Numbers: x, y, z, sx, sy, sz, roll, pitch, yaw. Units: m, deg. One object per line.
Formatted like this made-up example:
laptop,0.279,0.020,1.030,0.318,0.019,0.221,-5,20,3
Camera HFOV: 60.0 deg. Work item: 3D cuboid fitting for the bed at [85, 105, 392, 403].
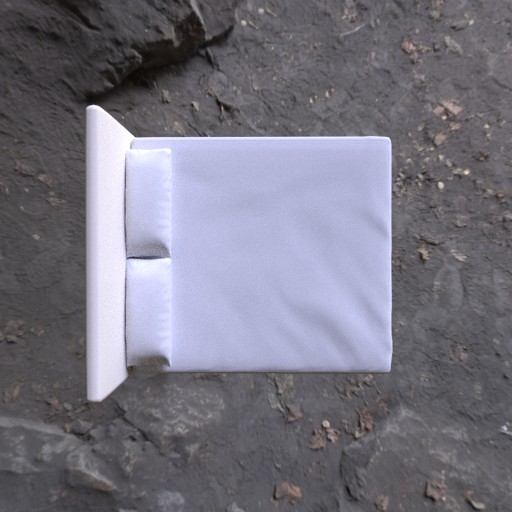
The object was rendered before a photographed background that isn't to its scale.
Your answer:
bed,0.000,0.000,3.634,2.341,1.317,2.119,0,90,1
